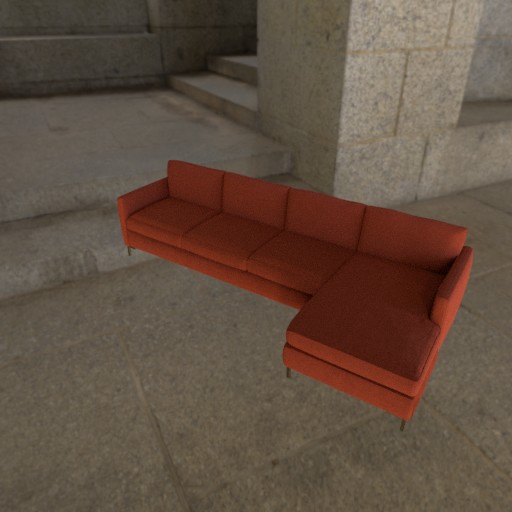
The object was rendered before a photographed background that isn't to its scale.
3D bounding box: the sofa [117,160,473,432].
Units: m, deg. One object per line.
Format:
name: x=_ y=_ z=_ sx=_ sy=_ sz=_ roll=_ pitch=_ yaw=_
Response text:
sofa: x=0.000 y=0.000 z=3.475 sx=2.932 sy=0.810 sz=1.350 roll=18 pitch=35 yaw=29
